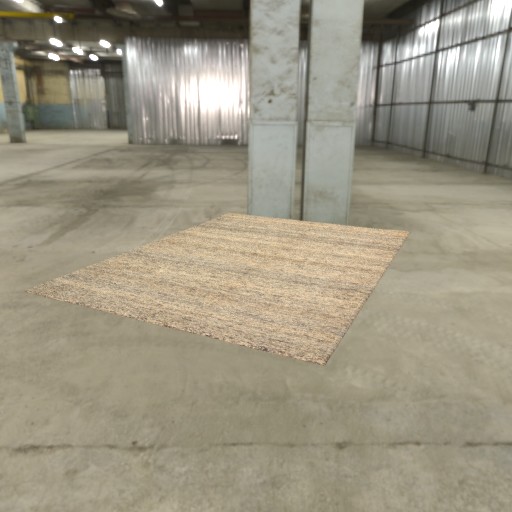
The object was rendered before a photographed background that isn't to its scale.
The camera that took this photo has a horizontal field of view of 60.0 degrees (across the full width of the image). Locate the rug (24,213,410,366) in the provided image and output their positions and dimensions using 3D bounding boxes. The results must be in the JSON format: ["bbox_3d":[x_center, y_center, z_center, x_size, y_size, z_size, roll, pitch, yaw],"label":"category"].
[{"bbox_3d":[0.000,0.000,4.276,2.414,0.036,3.199,8,19,25],"label":"rug"}]
